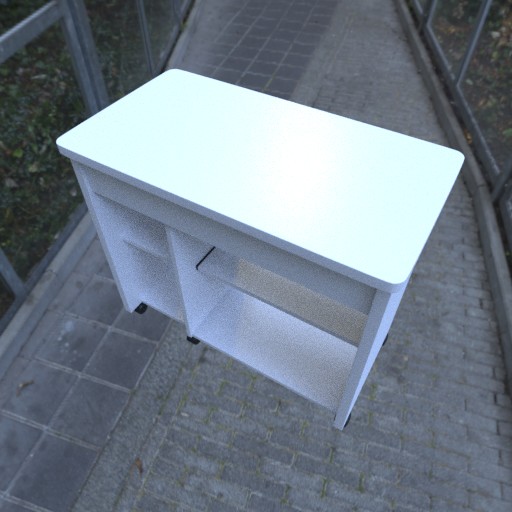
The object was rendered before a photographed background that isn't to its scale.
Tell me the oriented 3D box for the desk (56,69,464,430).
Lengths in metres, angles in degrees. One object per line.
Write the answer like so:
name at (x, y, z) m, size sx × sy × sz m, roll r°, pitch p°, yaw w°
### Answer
desk at (0.000, 0.000, 1.336) m, size 0.877 × 0.763 × 0.475 m, roll 24°, pitch 52°, yaw 20°
